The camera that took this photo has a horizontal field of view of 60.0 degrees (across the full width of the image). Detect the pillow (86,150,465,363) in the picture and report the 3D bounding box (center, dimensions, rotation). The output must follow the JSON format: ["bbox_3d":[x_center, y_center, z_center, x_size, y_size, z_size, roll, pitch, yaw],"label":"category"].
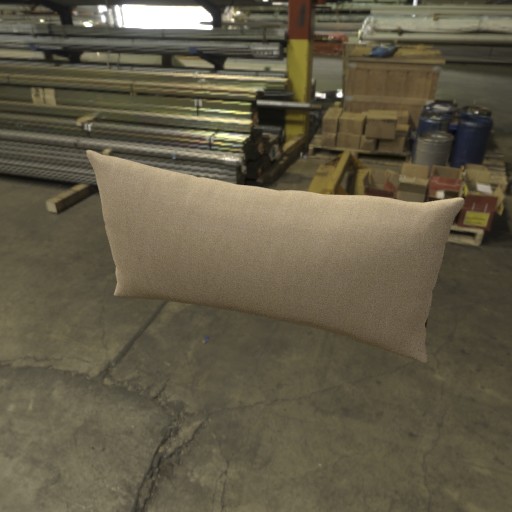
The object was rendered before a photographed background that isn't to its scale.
[{"bbox_3d":[0.000,0.000,0.754,0.612,0.308,0.148,10,33,15],"label":"pillow"}]
